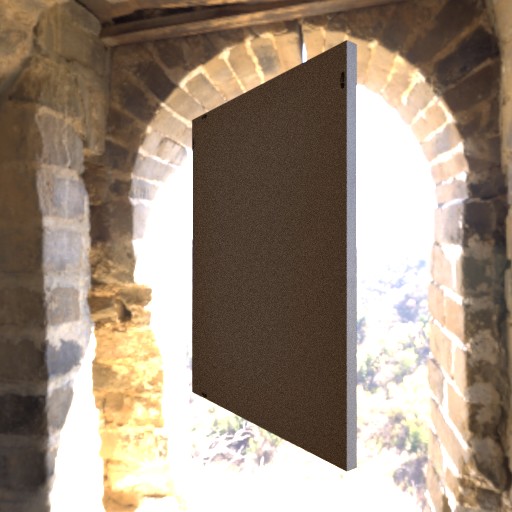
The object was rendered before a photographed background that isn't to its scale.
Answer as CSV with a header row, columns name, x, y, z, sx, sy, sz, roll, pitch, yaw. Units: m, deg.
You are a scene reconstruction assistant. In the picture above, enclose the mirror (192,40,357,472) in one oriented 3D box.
name,x,y,z,sx,sy,sz,roll,pitch,yaw
mirror,0.000,0.000,1.357,0.041,1.016,0.762,0,0,-36
